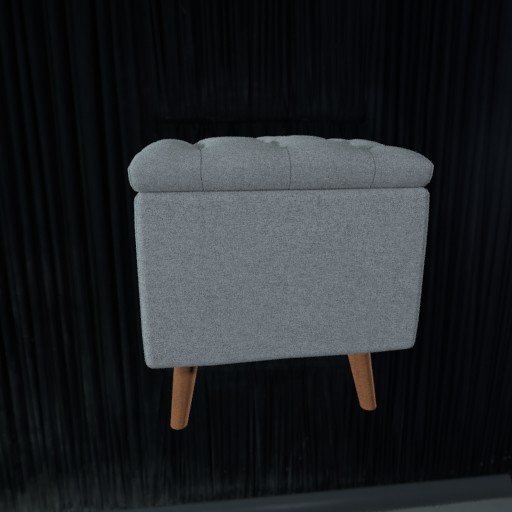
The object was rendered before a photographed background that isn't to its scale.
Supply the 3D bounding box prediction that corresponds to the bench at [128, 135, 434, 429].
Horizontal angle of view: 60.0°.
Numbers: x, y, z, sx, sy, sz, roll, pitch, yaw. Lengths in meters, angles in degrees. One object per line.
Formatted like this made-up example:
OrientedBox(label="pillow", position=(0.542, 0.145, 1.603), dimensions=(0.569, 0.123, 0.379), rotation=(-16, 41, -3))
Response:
OrientedBox(label="bench", position=(0.000, 0.000, 0.898), dimensions=(0.417, 0.469, 0.572), rotation=(-2, 15, -9))
